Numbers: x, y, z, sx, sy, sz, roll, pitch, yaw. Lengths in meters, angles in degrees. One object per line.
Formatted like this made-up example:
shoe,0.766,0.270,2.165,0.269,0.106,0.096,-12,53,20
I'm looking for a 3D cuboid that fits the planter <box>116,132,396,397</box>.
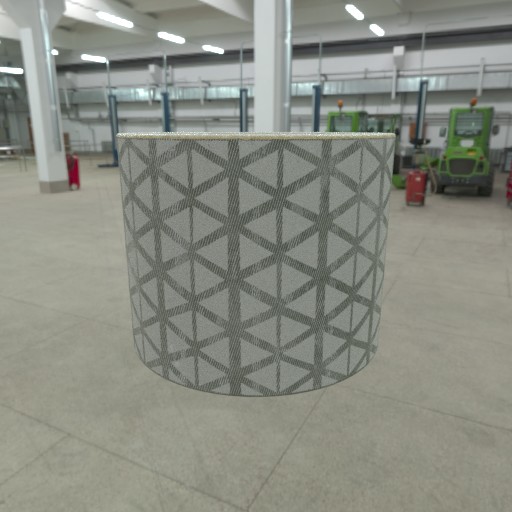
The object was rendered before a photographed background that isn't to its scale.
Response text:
planter,0.000,0.000,0.447,0.250,0.239,0.250,0,16,0
